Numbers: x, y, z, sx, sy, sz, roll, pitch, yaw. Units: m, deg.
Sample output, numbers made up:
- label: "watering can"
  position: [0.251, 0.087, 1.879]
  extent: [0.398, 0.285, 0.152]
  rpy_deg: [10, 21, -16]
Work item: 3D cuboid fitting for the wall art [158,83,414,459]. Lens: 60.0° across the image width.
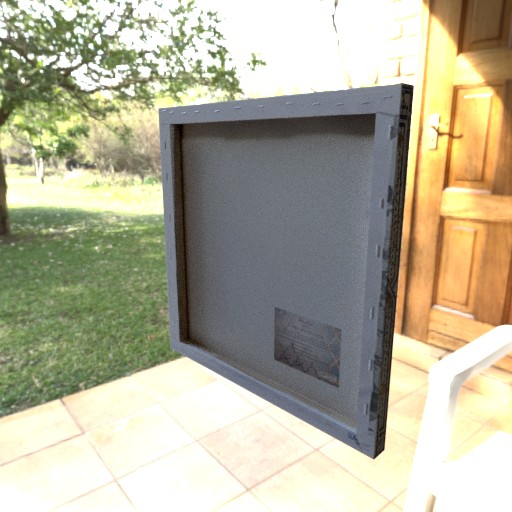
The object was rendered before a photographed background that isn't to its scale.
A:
- label: "wall art"
  position: [0.000, 0.000, 0.906]
  extent: [0.036, 0.607, 0.609]
  rpy_deg: [-14, 19, -43]
